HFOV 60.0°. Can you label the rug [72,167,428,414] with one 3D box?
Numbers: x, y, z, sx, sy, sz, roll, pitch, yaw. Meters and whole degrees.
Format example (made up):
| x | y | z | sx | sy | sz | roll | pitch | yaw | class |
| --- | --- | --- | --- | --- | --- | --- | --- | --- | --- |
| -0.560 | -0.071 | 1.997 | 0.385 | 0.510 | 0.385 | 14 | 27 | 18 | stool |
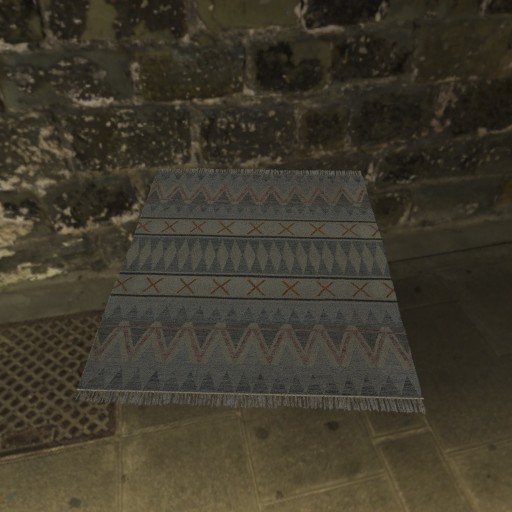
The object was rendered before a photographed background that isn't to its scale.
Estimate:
| x | y | z | sx | sy | sz | roll | pitch | yaw | class |
| --- | --- | --- | --- | --- | --- | --- | --- | --- | --- |
| 0.000 | 0.000 | 4.016 | 2.371 | 0.012 | 3.000 | 1 | 42 | 1 | rug |
